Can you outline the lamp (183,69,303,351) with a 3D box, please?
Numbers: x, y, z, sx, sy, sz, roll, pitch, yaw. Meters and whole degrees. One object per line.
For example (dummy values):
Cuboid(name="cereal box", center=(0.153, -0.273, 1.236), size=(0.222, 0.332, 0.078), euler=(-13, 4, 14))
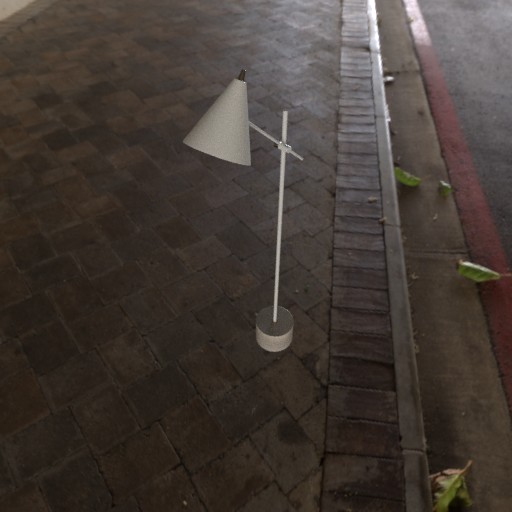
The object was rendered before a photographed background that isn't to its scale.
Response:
Cuboid(name="lamp", center=(0.000, 0.000, 1.643), size=(0.223, 1.430, 0.508), euler=(32, 53, 27))
